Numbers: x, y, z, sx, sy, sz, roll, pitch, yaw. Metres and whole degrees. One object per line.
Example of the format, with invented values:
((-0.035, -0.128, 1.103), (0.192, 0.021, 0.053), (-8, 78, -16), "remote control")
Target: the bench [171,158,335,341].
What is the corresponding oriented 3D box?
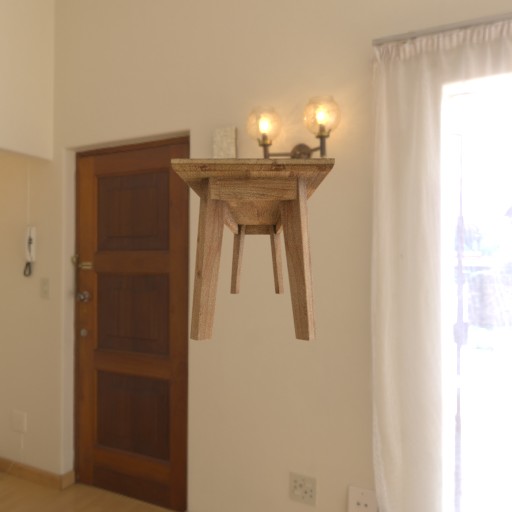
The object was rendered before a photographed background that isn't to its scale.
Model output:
((0.000, 0.000, 1.862), (0.378, 0.431, 1.698), (0, -1, 0), "bench")
